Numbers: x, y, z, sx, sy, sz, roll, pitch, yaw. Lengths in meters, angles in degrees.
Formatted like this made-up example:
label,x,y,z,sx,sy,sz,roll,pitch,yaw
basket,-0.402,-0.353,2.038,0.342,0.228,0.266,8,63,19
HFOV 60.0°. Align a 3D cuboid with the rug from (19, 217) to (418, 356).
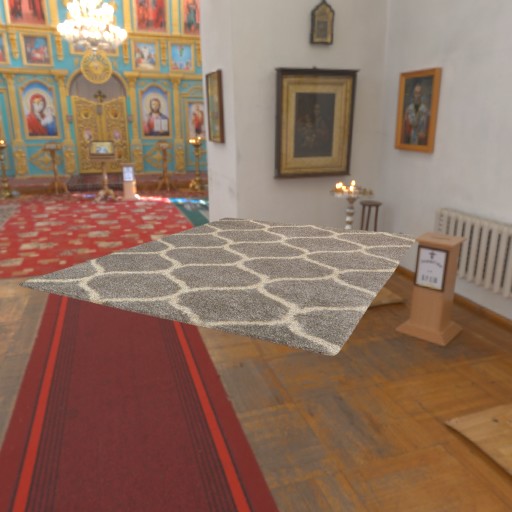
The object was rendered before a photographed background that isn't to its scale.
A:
label,x,y,z,sx,sy,sz,roll,pitch,yaw
rug,0.000,0.000,4.003,2.399,0.026,3.000,8,17,26
